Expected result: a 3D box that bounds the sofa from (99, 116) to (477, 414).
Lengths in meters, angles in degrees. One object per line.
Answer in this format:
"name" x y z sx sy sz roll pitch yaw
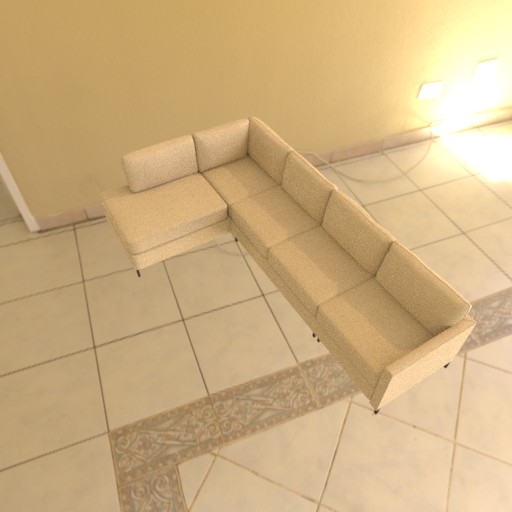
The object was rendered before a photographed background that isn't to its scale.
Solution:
"sofa" 0.000 0.000 4.291 2.048 0.996 3.384 -24 52 -20
